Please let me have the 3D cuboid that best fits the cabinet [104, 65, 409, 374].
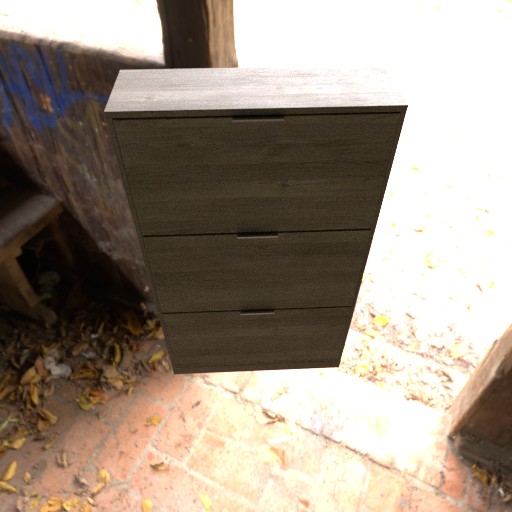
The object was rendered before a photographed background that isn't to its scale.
[{"bbox_3d":[0.000,0.000,1.627,0.750,1.280,0.250,-2,46,-2],"label":"cabinet"}]
